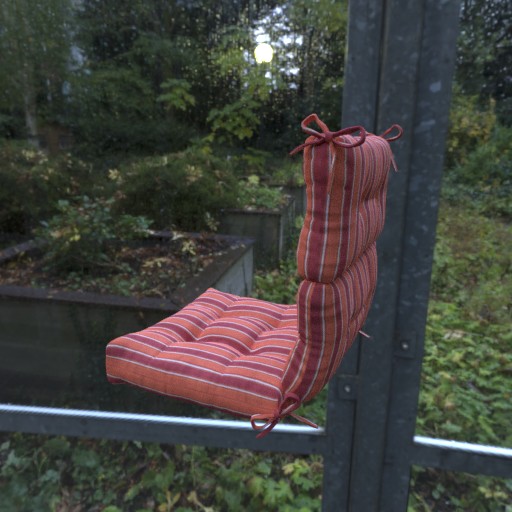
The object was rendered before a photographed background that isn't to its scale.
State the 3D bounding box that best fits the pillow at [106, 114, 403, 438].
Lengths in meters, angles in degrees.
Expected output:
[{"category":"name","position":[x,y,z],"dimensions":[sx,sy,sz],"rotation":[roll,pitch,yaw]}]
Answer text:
[{"category":"pillow","position":[0.000,0.000,1.043],"dimensions":[0.571,0.605,0.519],"rotation":[7,16,24]}]
